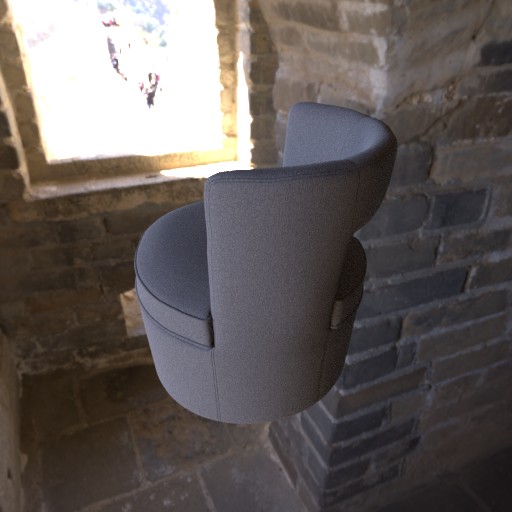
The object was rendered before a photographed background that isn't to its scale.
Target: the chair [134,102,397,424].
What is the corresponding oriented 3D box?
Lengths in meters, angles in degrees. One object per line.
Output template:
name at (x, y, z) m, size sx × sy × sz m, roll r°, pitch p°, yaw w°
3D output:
chair at (0.000, 0.000, 1.238) m, size 0.660 × 0.719 × 0.689 m, roll 9°, pitch 31°, yaw 15°
